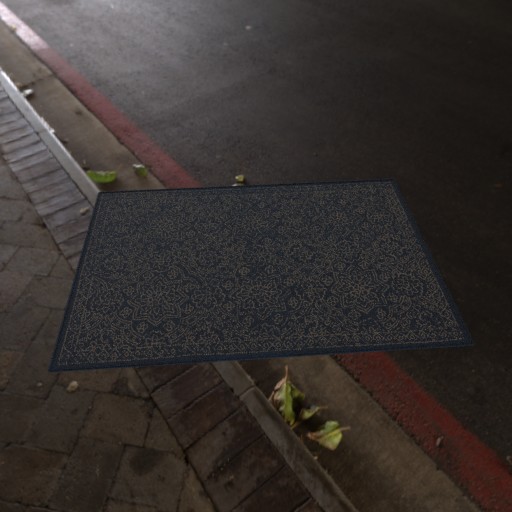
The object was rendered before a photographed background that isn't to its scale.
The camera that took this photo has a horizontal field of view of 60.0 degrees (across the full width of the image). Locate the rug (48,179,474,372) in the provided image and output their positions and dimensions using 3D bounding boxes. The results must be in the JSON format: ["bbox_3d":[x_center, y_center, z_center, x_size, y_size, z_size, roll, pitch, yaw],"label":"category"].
[{"bbox_3d":[0.000,0.000,2.312,1.829,0.010,1.219,-3,46,-3],"label":"rug"}]
